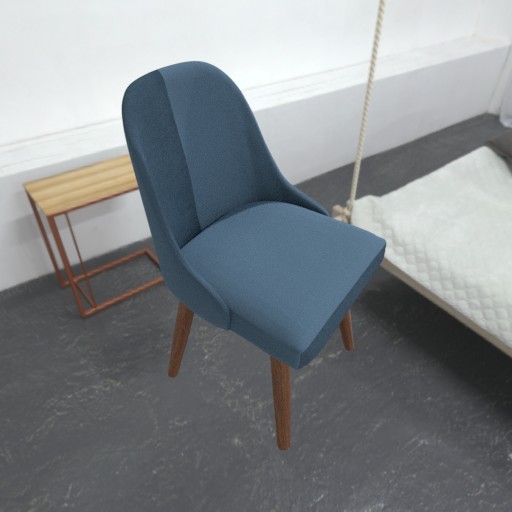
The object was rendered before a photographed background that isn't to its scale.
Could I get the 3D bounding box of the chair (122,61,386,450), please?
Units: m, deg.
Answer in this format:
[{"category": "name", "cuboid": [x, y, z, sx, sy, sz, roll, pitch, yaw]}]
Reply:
[{"category": "chair", "cuboid": [0.000, 0.000, 1.214, 0.589, 0.882, 0.503, 24, 46, 26]}]
